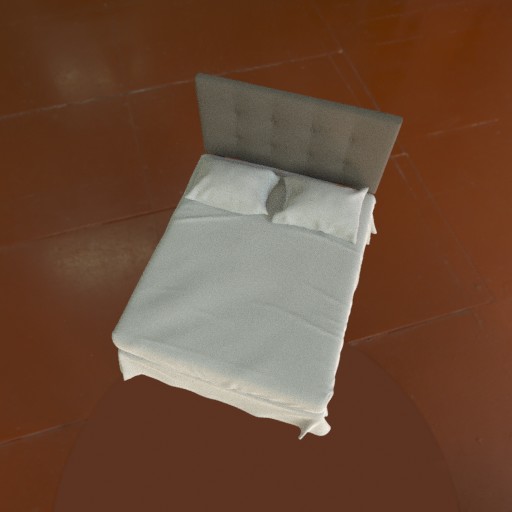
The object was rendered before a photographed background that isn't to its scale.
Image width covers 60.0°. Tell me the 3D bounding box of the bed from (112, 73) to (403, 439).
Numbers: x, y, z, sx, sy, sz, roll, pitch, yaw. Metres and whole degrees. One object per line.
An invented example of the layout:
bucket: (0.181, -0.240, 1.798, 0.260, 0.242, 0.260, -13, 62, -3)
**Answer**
bed: (0.000, 0.000, 3.565, 1.936, 1.577, 2.222, 16, 62, 9)
